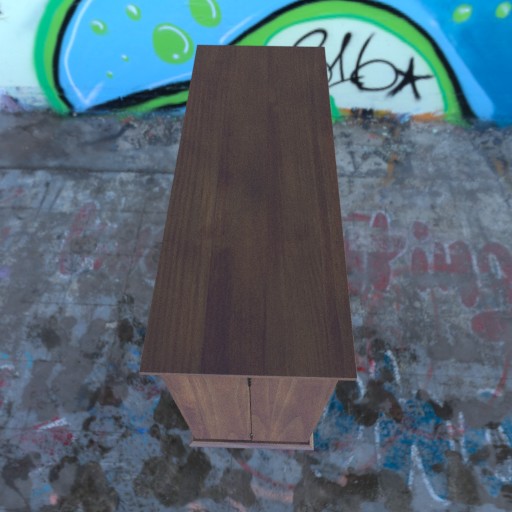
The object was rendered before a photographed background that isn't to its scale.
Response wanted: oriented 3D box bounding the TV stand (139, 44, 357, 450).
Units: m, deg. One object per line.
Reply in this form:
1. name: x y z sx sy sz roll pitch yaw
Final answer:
1. TV stand: 0.000 0.000 1.456 0.406 0.813 1.067 1 57 1
